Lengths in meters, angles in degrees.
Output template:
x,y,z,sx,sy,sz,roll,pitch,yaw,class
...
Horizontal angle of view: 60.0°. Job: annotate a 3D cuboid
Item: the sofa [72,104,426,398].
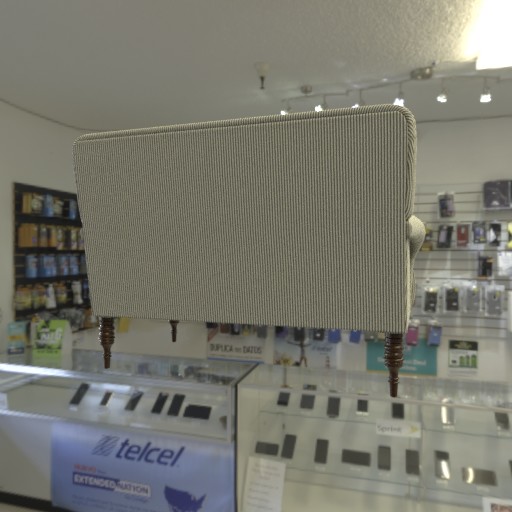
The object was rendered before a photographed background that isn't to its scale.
x,y,z,sx,sy,sz,roll,pitch,yaw,class
0.000,0.000,1.798,1.297,0.889,0.779,0,1,18,sofa
